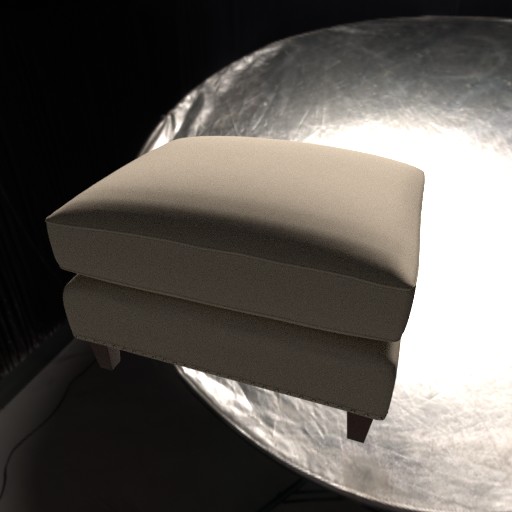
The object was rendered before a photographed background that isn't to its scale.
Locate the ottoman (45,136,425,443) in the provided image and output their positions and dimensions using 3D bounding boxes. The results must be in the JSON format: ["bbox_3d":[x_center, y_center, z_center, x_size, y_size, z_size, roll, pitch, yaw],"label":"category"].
[{"bbox_3d":[0.000,0.000,1.119,0.741,0.513,0.584,10,33,16],"label":"ottoman"}]
